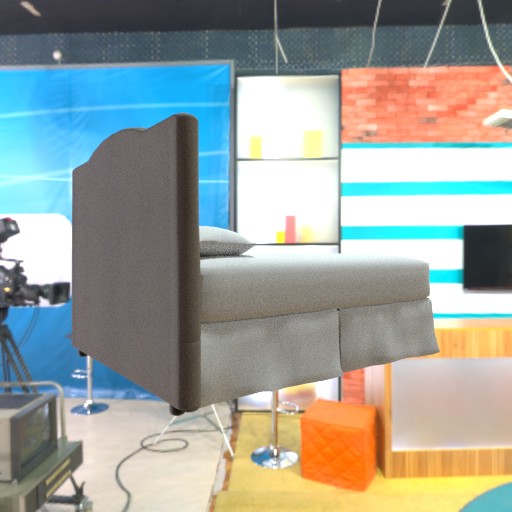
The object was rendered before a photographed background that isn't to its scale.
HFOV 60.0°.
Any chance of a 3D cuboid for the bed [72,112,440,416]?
[{"bbox_3d":[0.000,0.000,3.223,2.128,1.441,1.744,0,0,-37],"label":"bed"}]
